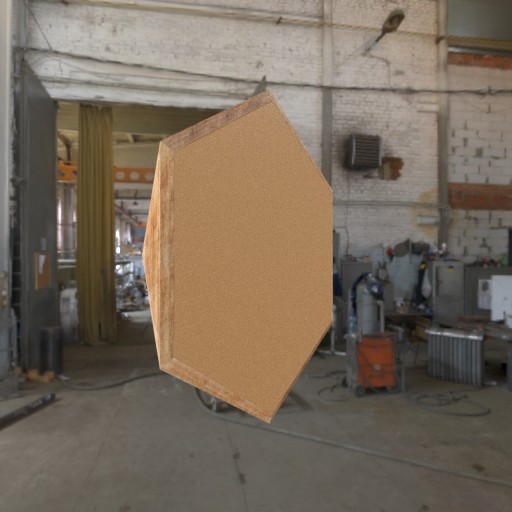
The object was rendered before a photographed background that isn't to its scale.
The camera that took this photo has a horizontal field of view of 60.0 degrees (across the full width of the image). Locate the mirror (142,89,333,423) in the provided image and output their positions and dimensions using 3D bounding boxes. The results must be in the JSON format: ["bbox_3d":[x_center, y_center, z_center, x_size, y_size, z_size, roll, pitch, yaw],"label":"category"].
[{"bbox_3d":[0.000,0.000,1.055,0.091,0.779,0.675,0,0,35],"label":"mirror"}]
